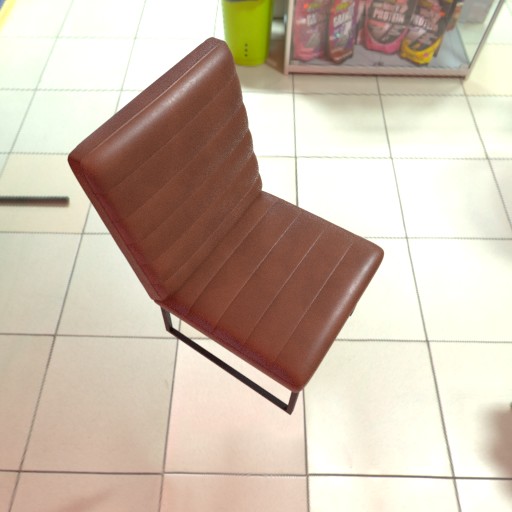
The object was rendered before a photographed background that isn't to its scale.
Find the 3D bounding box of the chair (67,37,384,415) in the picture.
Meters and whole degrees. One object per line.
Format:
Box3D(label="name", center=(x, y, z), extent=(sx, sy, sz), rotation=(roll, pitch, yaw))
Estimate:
Box3D(label="chair", center=(0.000, 0.000, 1.312), extent=(0.634, 0.930, 0.520), rotation=(30, 63, 17))
